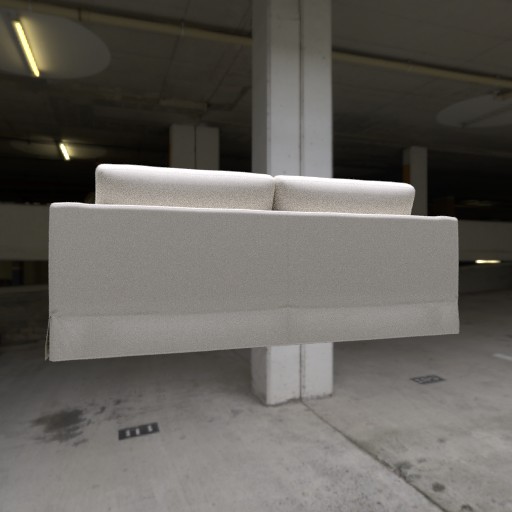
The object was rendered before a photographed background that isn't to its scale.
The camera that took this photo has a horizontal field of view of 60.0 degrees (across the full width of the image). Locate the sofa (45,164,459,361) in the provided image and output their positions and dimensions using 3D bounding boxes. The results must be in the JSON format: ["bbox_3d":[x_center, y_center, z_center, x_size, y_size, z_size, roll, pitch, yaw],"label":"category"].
[{"bbox_3d":[0.000,0.000,2.624,2.163,0.881,0.954,0,0,-19],"label":"sofa"}]
